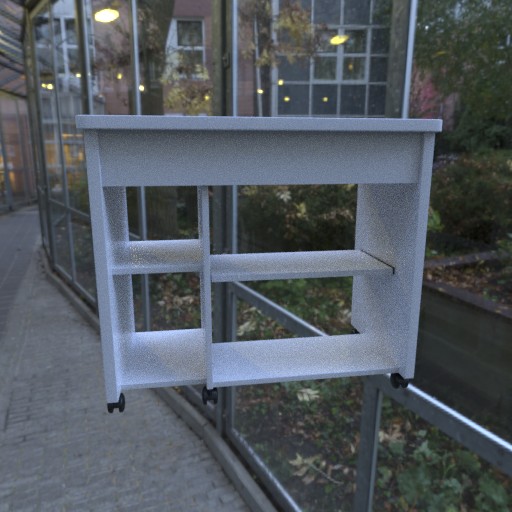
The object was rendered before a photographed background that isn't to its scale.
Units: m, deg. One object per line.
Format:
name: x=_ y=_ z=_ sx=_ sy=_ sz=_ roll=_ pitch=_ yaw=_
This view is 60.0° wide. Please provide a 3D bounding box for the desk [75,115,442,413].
desk: x=0.000 y=0.000 z=1.332 sx=0.877 sy=0.763 sz=0.475 roll=-2 pitch=13 yaw=-9
